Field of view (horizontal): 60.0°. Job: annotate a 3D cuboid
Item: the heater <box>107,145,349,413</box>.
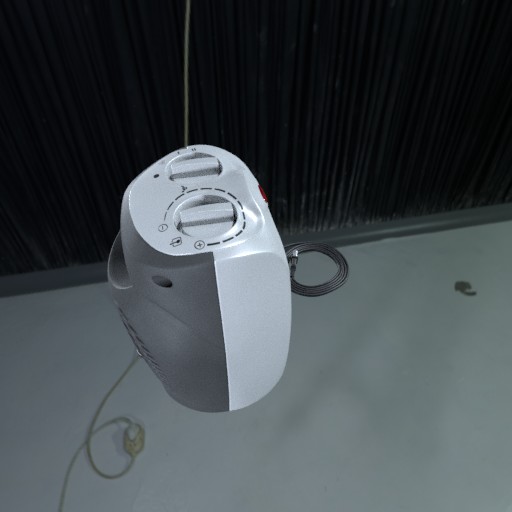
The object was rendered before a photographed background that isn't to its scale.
[{"bbox_3d":[0.000,0.000,0.458,0.291,0.240,0.239,-10,47,-9],"label":"heater"}]
